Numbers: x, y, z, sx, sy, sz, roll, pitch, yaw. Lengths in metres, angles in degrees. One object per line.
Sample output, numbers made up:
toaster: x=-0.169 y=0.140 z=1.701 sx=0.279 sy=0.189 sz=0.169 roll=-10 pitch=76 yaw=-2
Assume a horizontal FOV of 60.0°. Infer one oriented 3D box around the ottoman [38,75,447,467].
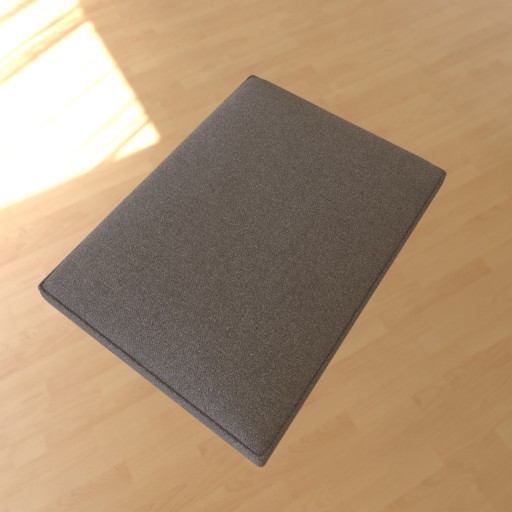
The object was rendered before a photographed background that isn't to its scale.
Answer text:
ottoman: x=0.000 y=0.000 z=1.120 sx=0.583 sy=0.464 sz=0.785 roll=32 pitch=67 yaw=15
